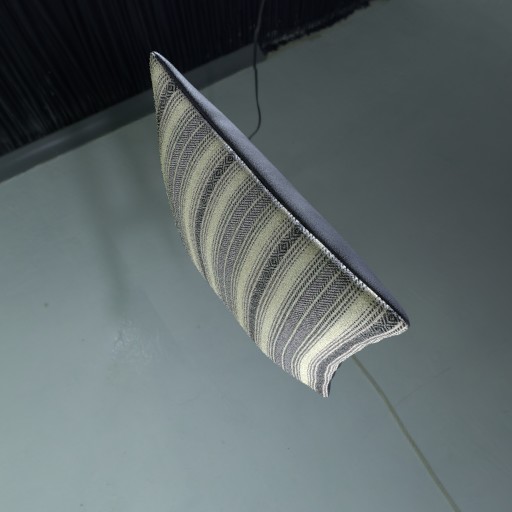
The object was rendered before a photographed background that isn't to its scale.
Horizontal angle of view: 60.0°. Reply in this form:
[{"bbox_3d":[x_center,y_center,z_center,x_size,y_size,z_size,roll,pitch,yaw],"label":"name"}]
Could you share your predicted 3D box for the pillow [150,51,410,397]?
[{"bbox_3d":[0.000,0.000,0.781,0.166,0.508,0.520,-34,69,-15],"label":"pillow"}]
